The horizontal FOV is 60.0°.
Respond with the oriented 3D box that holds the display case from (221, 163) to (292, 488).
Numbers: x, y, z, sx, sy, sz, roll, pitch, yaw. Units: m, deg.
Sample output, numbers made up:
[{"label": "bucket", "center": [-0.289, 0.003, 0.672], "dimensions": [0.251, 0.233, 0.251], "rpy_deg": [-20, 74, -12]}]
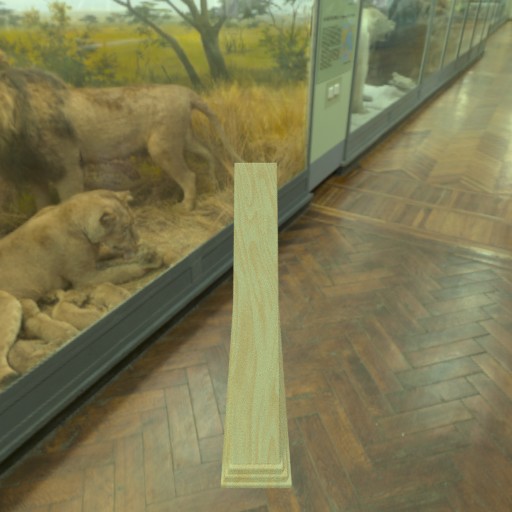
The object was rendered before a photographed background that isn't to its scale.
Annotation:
[{"label": "display case", "center": [0.000, 0.000, 0.780], "dimensions": [0.095, 0.340, 0.640], "rpy_deg": [0, 32, 0]}]
